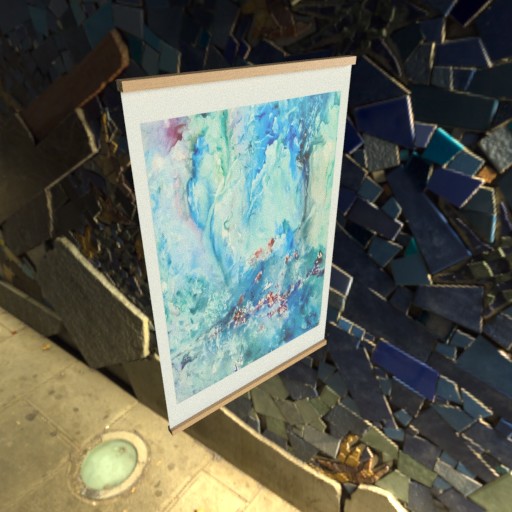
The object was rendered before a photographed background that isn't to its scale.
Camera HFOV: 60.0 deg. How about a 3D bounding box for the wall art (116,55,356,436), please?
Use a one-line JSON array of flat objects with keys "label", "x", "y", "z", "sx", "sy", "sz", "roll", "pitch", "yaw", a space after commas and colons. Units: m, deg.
[{"label": "wall art", "x": 0.000, "y": 0.000, "z": 1.285, "sx": 0.669, "sy": 1.020, "sz": 0.027, "roll": -22, "pitch": 37, "yaw": -32}]
